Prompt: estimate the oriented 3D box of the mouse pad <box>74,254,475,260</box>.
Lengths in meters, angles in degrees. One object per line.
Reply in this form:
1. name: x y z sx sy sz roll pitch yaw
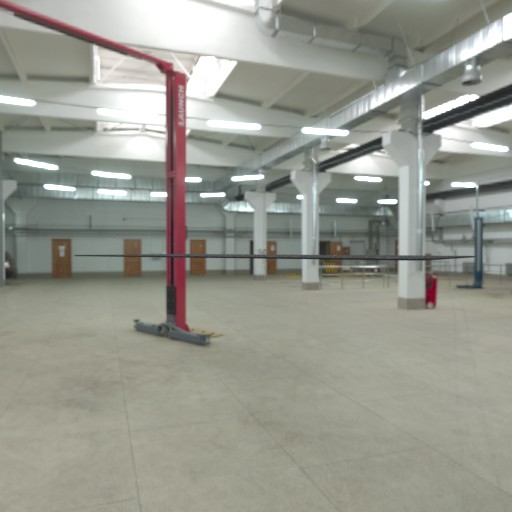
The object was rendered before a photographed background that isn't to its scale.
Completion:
1. mouse pad: 0.000 0.000 1.076 0.907 0.003 0.424 1 1 36
